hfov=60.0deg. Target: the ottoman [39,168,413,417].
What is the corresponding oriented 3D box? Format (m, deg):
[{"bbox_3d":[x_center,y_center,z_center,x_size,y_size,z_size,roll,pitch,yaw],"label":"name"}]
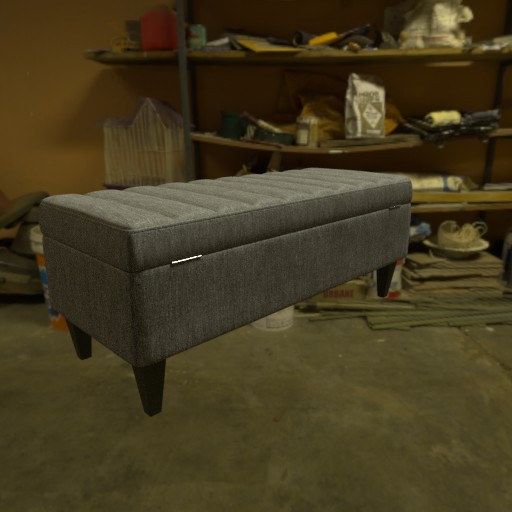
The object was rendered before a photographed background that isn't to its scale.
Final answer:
[{"bbox_3d":[0.000,0.000,1.426,1.151,0.469,0.482,-16,23,-43],"label":"ottoman"}]
